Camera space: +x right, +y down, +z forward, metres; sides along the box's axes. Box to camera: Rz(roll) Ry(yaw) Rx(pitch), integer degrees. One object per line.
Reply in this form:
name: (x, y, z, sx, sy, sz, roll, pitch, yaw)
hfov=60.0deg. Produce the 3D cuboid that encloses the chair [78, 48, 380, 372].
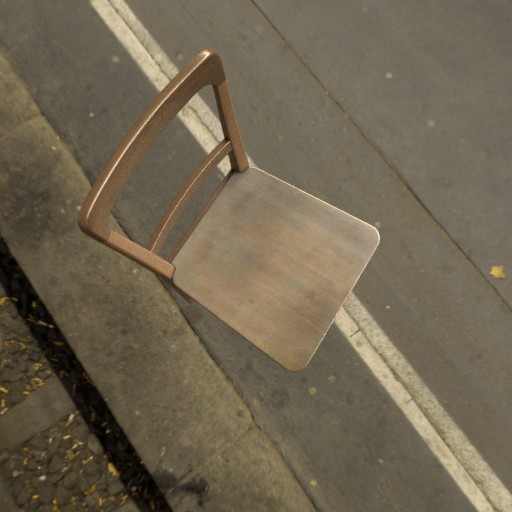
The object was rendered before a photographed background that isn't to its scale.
chair: (0.000, 0.000, 1.276, 0.546, 0.991, 0.450, 32, 79, 7)
